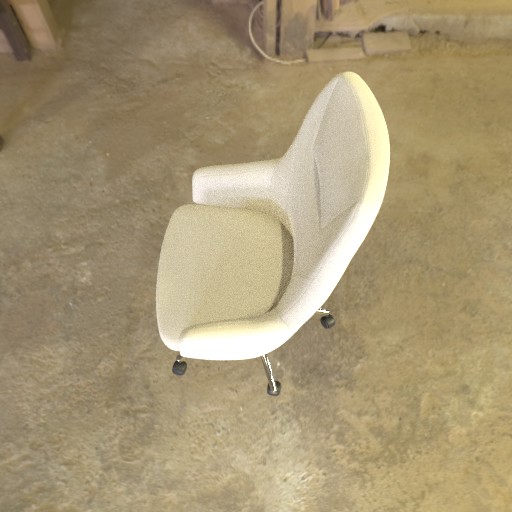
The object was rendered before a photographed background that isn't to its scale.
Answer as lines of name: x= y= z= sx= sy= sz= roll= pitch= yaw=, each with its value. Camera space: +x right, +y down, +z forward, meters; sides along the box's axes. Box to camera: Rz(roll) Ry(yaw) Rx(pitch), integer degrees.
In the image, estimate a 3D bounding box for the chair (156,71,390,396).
chair: x=0.000 y=0.000 z=1.368 sx=0.640 sy=1.049 sz=0.620 roll=0 pitch=60 yaw=0
